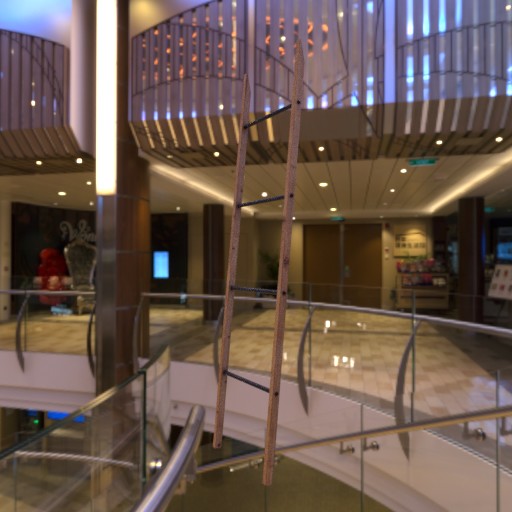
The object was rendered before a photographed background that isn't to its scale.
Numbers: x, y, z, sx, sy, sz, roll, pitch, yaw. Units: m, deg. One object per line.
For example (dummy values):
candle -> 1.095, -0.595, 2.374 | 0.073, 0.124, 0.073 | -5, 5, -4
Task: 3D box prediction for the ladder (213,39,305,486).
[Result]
ladder -> 0.000, 0.000, 1.974 | 0.200, 1.805, 0.442 | 0, -1, -34
